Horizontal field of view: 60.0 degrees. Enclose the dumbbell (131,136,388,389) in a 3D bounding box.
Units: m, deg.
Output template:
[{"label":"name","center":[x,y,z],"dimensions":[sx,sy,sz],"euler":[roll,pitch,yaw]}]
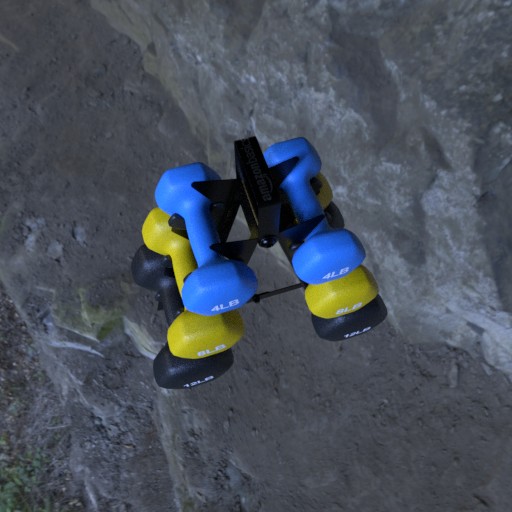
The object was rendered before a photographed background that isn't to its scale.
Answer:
[{"label":"dumbbell","center":[0.000,0.000,0.669],"dimensions":[0.409,0.426,0.255],"euler":[-16,65,-8]}]
